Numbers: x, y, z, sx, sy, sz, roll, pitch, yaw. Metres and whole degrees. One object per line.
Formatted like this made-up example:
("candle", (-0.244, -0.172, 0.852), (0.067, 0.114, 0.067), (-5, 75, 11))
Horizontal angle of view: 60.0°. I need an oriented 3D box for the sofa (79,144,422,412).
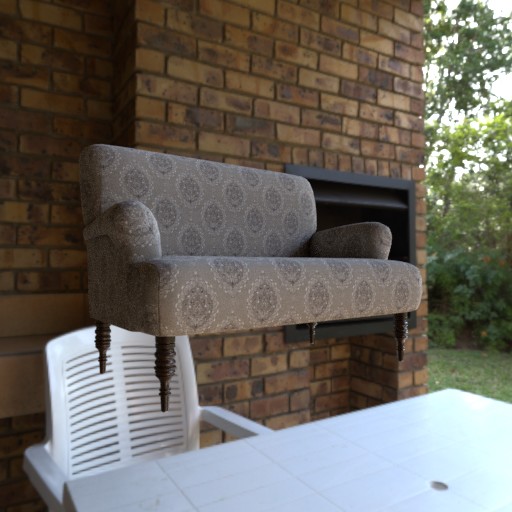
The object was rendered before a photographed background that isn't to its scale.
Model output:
("sofa", (0.000, 0.000, 1.803), (1.297, 0.889, 0.779), (1, -2, -37))
